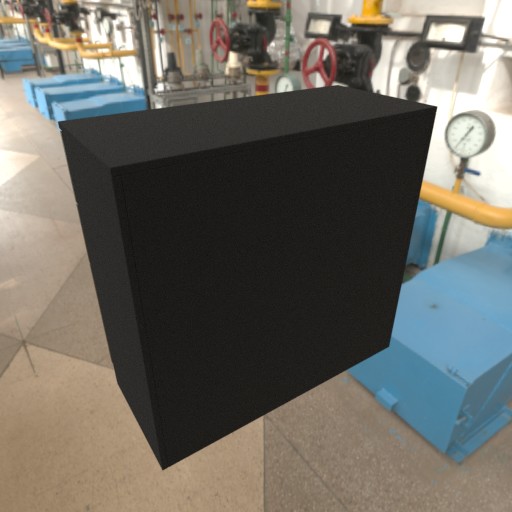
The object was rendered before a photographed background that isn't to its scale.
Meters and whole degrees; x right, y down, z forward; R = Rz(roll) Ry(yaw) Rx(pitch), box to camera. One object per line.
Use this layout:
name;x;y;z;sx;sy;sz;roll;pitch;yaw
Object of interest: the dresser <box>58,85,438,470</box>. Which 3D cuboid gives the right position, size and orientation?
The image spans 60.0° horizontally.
dresser;0.000;0.000;1.138;0.750;0.720;0.360;-19;35;-28
